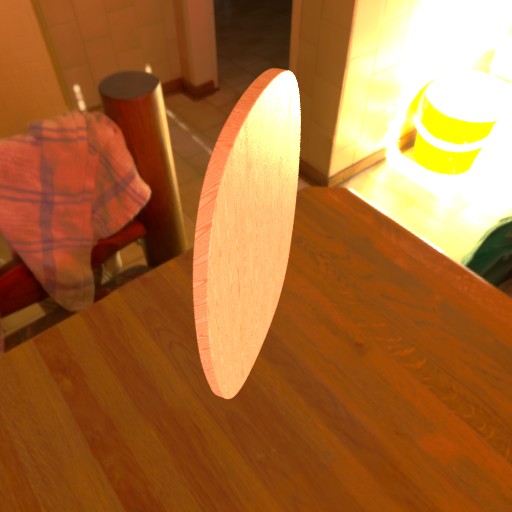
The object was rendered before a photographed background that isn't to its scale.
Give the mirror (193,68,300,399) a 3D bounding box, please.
[{"bbox_3d":[0.000,0.000,1.358,0.037,1.075,0.724,16,49,14],"label":"mirror"}]
